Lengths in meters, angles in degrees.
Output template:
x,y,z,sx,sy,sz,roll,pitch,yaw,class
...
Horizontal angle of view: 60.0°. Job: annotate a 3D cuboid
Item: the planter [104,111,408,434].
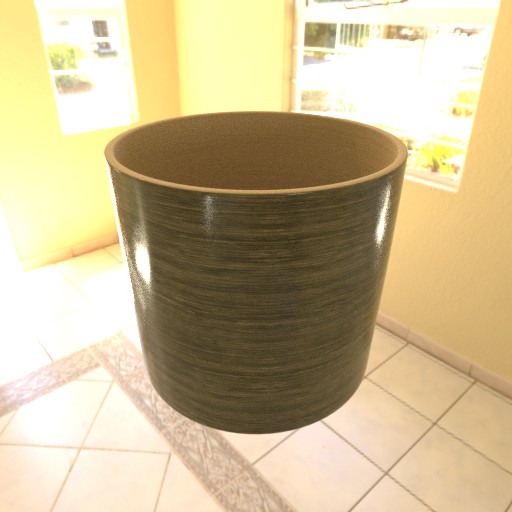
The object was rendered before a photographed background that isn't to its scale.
x,y,z,sx,sy,sz,roll,pitch,yaw,class
0.000,0.000,0.385,0.221,0.201,0.221,0,29,0,planter
